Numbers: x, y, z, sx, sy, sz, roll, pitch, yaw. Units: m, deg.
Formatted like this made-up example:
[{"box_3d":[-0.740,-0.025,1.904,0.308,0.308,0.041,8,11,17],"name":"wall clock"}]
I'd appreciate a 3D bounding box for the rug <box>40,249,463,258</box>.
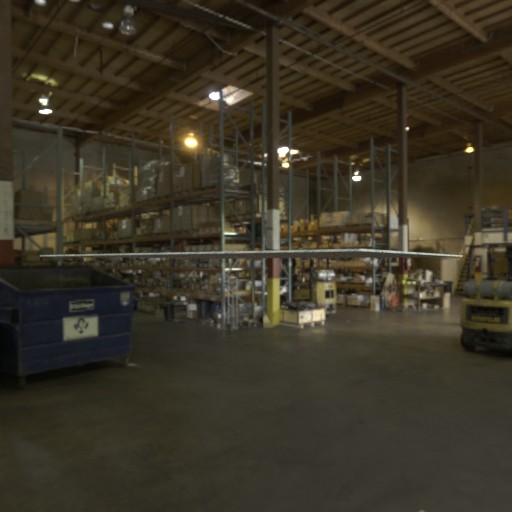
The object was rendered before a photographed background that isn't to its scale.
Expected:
[{"box_3d":[0.000,0.000,4.084,3.056,0.013,2.441,-1,-1,36],"name":"rug"}]
